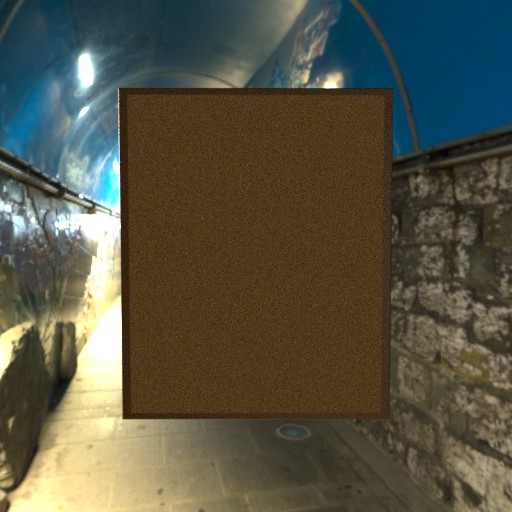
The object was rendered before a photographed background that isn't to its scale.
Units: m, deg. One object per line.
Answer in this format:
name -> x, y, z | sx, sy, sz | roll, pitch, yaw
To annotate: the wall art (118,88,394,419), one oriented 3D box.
wall art -> 0.000, 0.000, 0.743 | 0.449, 0.550, 0.021 | 0, 2, 0
